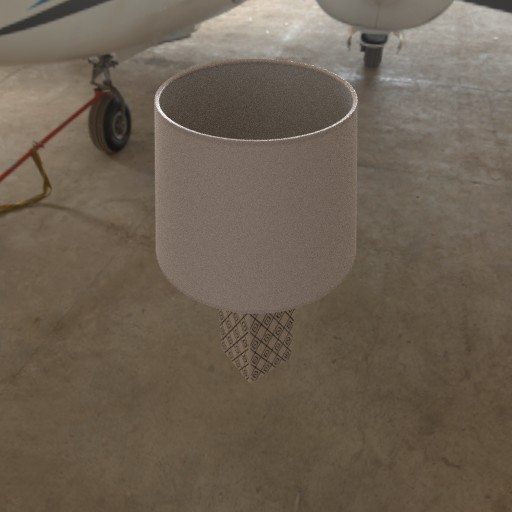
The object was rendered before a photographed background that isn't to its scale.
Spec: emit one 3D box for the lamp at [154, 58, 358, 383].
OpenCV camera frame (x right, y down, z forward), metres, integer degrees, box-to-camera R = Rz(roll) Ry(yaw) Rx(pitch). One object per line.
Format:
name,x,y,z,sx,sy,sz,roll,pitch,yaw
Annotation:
lamp,0.000,0.000,0.584,0.251,0.435,0.251,0,42,0
